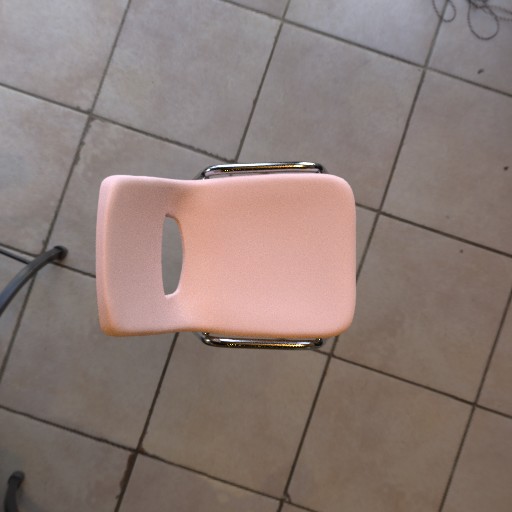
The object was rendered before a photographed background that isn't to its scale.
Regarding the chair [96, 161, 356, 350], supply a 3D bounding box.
[{"bbox_3d":[0.000,0.000,0.796,0.385,0.536,0.354,0,90,0],"label":"chair"}]
